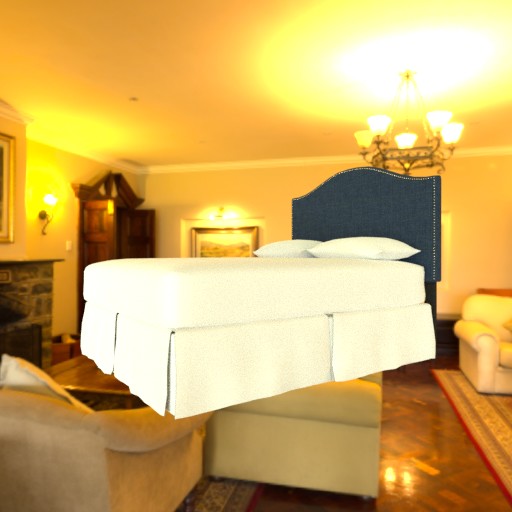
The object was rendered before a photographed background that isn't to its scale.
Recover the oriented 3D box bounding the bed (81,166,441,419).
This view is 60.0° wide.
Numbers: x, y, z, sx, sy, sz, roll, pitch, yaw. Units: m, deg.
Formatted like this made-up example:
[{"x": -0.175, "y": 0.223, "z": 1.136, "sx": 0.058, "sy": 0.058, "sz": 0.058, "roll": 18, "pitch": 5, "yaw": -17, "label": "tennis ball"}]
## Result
[{"x": 0.000, "y": 0.000, "z": 3.272, "sx": 2.153, "sy": 1.518, "sz": 1.713, "roll": 0, "pitch": 0, "yaw": -35, "label": "bed"}]
